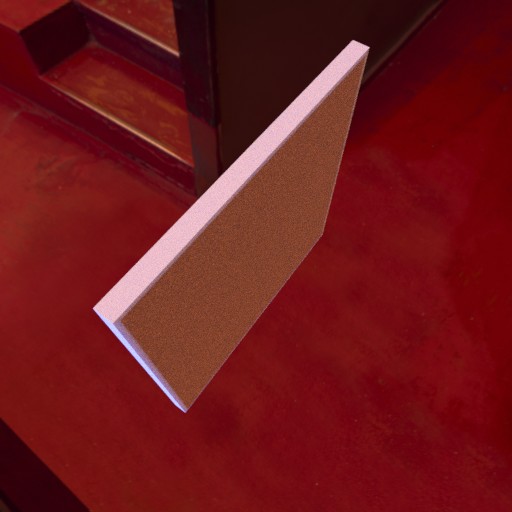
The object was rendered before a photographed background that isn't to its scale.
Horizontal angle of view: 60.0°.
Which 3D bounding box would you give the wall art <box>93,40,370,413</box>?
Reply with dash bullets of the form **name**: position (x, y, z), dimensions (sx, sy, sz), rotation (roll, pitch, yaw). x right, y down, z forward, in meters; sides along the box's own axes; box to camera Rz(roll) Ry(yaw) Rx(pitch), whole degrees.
- **wall art**: position (0.000, 0.000, 1.137), dimensions (0.041, 0.765, 0.768), rotation (33, 66, 16)
